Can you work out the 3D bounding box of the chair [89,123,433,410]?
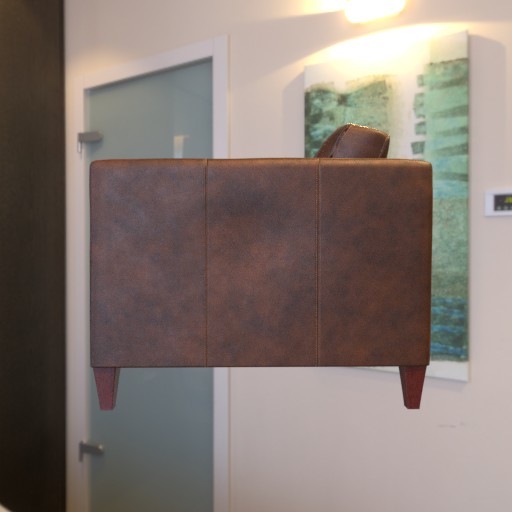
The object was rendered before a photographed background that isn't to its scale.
[{"bbox_3d":[0.000,0.000,1.712,0.975,0.864,0.990,0,1,-1],"label":"chair"}]
